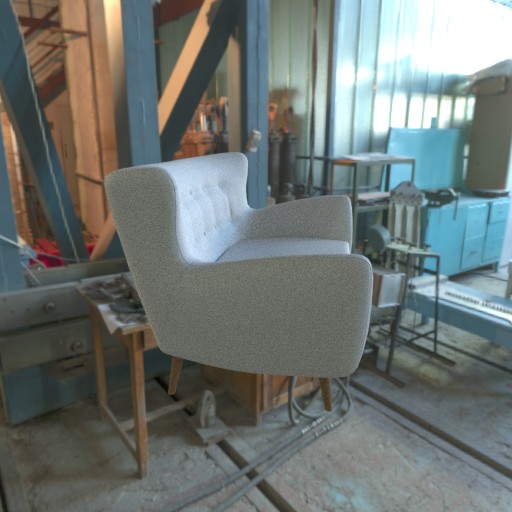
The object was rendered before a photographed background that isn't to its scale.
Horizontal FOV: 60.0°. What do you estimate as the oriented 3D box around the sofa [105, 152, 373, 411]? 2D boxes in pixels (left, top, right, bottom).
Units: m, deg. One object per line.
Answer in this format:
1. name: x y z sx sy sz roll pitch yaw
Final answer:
1. sofa: 0.000 0.000 2.025 0.921 0.878 1.424 2 15 9
